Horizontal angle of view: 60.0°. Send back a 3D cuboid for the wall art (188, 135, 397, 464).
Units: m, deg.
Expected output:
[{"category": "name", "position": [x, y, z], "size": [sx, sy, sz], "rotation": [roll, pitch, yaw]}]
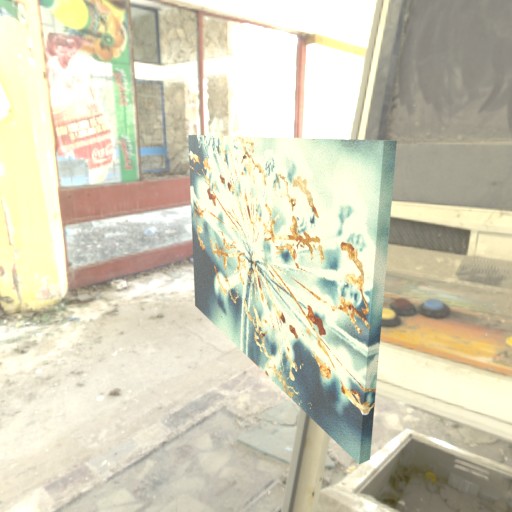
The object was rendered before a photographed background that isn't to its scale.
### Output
[{"category": "wall art", "position": [0.000, 0.000, 1.462], "size": [0.035, 0.759, 1.138], "rotation": [-8, 18, -27]}]
